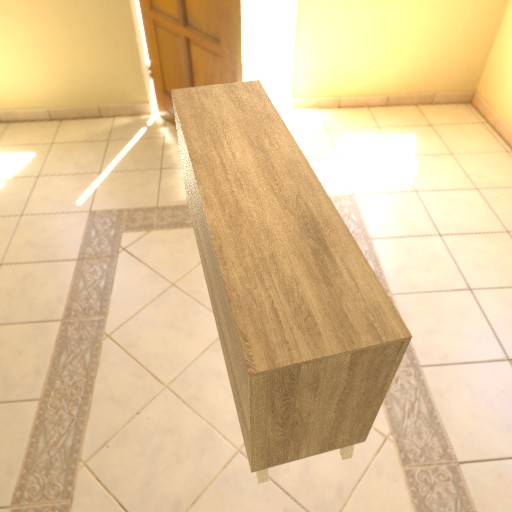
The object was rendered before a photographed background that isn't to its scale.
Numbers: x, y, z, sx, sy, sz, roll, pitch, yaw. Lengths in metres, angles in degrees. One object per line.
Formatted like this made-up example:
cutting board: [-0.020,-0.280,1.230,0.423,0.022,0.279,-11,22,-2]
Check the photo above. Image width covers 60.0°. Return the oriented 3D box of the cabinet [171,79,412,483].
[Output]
cabinet: [0.000,0.000,1.995,0.450,0.870,1.600,-11,47,-10]
